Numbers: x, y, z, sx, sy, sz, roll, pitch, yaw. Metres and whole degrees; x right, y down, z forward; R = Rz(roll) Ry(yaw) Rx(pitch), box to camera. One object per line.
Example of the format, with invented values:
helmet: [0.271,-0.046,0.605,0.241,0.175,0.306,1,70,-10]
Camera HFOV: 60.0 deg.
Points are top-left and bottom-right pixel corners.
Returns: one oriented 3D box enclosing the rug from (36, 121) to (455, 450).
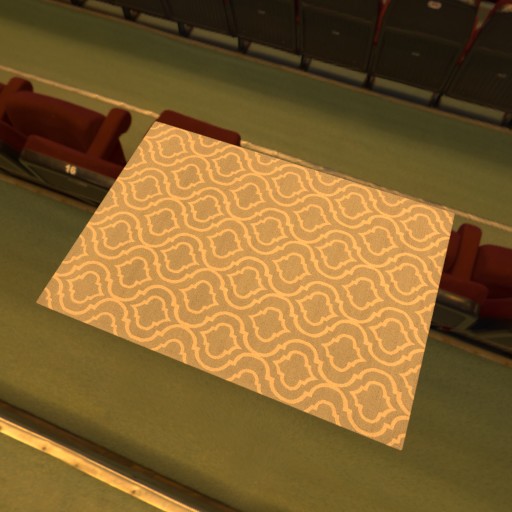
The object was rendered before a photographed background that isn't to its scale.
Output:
rug: [0.000,0.000,2.615,2.080,0.010,1.451,19,65,10]
